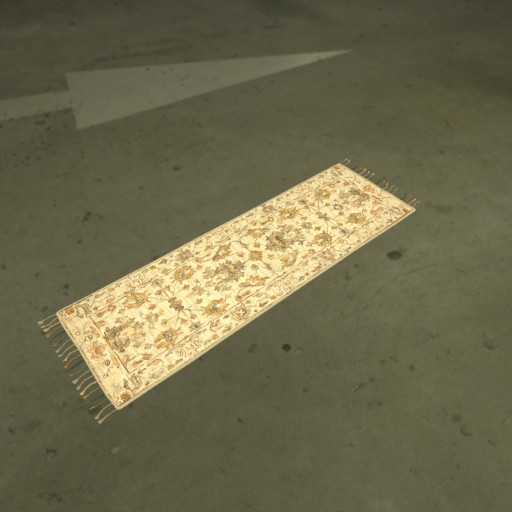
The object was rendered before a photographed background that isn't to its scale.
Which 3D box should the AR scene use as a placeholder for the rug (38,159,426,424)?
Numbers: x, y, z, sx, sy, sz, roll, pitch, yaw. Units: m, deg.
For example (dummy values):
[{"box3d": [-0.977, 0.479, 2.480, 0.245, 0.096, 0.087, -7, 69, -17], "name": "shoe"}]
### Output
[{"box3d": [0.000, 0.000, 2.711, 2.438, 0.021, 0.729, -31, 53, -26], "name": "rug"}]
